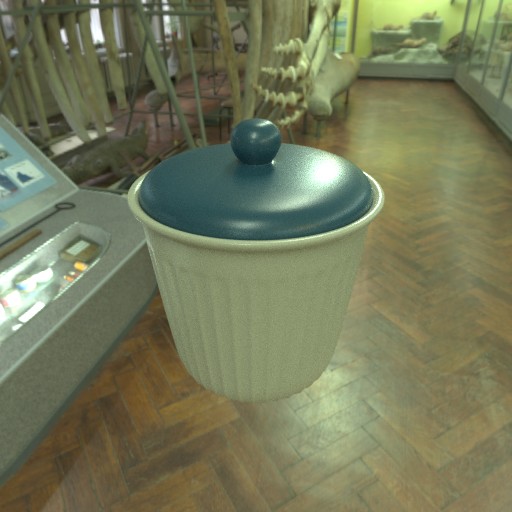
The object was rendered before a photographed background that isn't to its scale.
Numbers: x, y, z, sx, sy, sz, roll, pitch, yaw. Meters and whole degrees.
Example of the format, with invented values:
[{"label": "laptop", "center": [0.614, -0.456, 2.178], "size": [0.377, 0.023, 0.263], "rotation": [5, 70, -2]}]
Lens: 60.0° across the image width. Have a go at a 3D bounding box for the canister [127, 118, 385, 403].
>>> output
[{"label": "canister", "center": [0.000, 0.000, 0.350], "size": [0.181, 0.211, 0.181], "rotation": [0, 30, 0]}]
